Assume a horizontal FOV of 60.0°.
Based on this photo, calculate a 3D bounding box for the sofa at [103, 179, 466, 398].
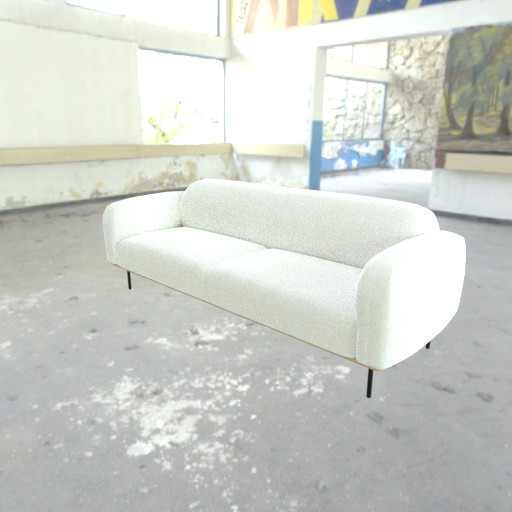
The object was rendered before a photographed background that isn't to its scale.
[{"bbox_3d":[0.000,0.000,2.734,2.280,0.780,0.870,15,22,41],"label":"sofa"}]
